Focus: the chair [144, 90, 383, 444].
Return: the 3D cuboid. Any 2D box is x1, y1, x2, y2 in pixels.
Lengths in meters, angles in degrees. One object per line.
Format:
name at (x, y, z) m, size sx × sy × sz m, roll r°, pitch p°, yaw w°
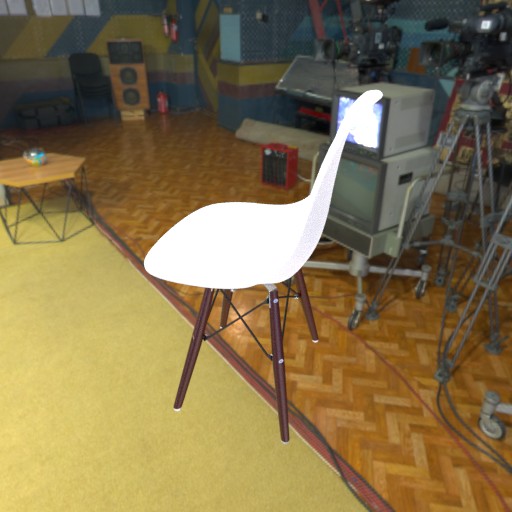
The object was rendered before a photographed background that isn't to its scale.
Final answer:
chair at (0.000, 0.000, 1.160) m, size 0.533 × 0.826 × 0.470 m, roll 8°, pitch 30°, yaw 13°
